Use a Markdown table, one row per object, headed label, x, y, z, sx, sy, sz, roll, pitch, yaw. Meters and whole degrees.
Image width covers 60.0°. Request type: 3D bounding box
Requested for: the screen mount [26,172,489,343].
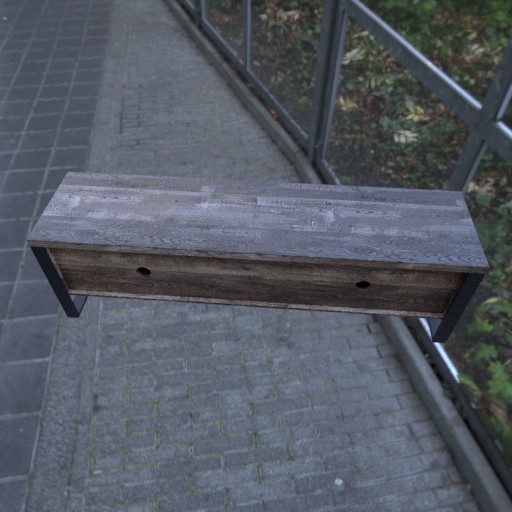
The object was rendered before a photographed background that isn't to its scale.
| label | x | y | z | sx | sy | sz | roll | pitch | yaw |
| --- | --- | --- | --- | --- | --- | --- | --- | --- | --- |
| screen mount | 0.000 | 0.000 | 1.753 | 1.524 | 0.450 | 0.395 | 3 | 47 | 3 |
